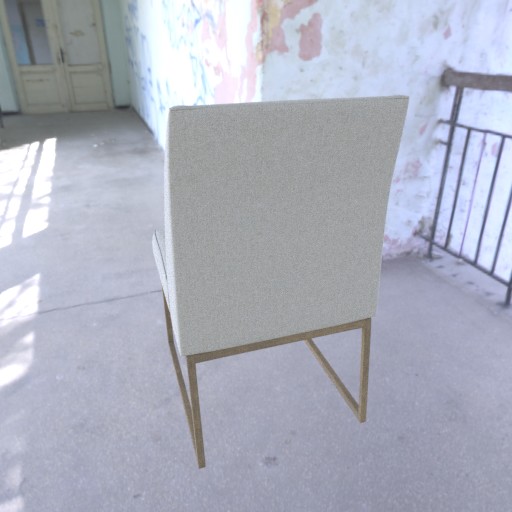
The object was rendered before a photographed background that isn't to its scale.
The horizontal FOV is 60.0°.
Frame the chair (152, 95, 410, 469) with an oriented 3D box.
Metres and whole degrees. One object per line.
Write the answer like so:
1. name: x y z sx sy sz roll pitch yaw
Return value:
1. chair: 0.000 0.000 1.194 0.508 0.863 0.522 -9 28 -16
